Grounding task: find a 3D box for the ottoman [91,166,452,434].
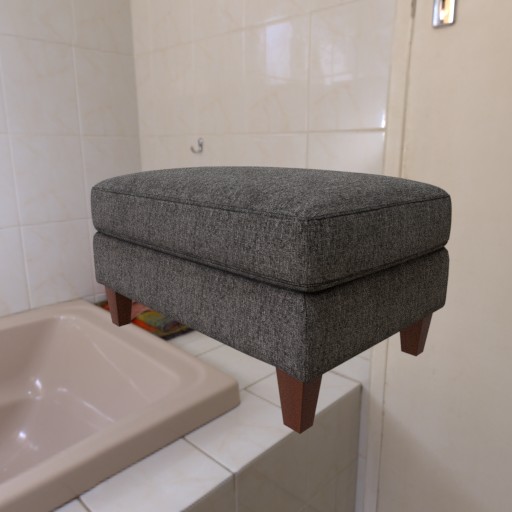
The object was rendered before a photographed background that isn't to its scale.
[{"bbox_3d":[0.000,0.000,1.233,0.584,0.483,0.864,-13,19,-42],"label":"ottoman"}]
